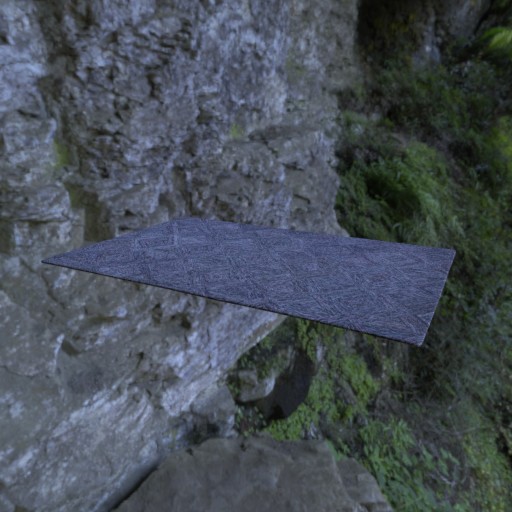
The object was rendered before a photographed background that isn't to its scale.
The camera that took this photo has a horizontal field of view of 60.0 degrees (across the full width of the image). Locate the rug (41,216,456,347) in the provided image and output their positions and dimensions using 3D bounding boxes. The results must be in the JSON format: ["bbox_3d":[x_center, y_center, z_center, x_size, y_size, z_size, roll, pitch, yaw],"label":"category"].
[{"bbox_3d":[0.000,0.000,2.217,1.752,0.013,1.158,9,19,27],"label":"rug"}]
